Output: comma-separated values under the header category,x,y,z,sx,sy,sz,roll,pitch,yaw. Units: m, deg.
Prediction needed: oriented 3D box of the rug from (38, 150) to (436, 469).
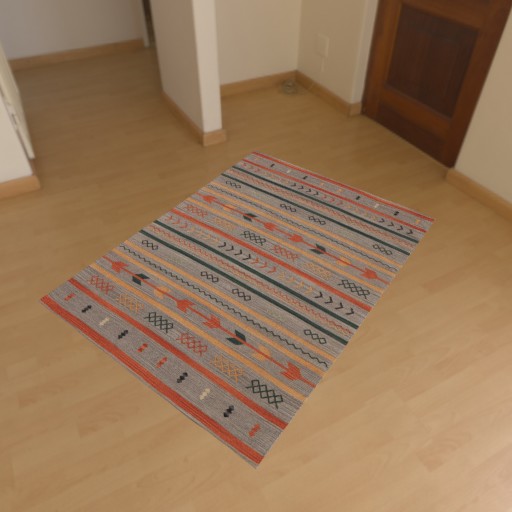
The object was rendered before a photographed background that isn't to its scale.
category,x,y,z,sx,sy,sz,roll,pitch,yaw
rug,0.000,0.000,4.052,2.263,0.022,3.029,27,50,26
